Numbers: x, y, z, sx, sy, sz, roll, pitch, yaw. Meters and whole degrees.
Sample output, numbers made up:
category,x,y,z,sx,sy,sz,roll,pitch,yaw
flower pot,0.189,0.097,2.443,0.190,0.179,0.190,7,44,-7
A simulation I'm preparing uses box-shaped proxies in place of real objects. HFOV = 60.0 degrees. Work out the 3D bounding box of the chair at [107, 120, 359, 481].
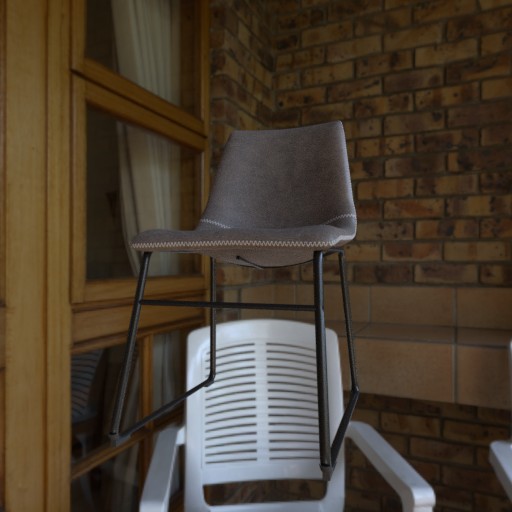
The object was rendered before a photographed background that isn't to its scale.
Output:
category,x,y,z,sx,sy,sz,roll,pitch,yaw
chair,0.000,0.000,1.085,0.460,0.780,0.550,0,0,18
